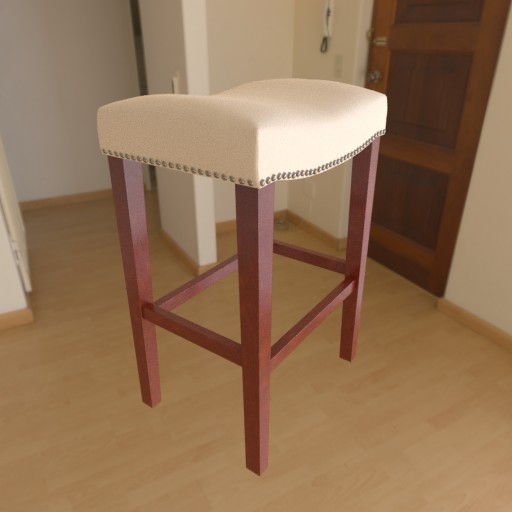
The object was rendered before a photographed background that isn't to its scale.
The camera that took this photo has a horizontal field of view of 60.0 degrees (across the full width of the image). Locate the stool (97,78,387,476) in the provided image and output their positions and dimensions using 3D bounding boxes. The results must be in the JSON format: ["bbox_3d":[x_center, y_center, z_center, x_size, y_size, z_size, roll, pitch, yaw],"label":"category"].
[{"bbox_3d":[0.000,0.000,1.035,0.372,0.742,0.504,18,31,31],"label":"stool"}]
